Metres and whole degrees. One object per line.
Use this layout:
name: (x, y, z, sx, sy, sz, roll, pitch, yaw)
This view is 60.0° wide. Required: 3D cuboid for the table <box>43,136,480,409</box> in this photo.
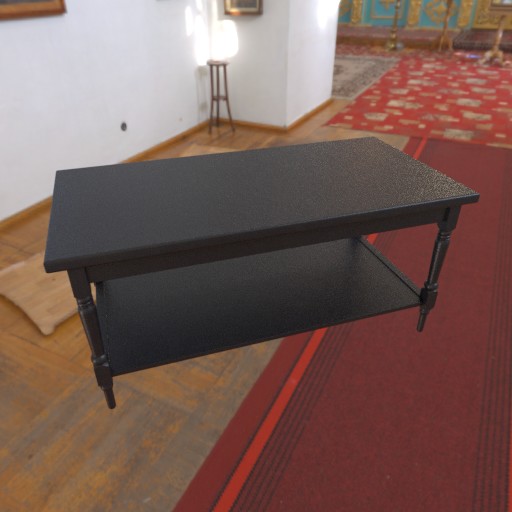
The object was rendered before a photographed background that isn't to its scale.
table: (0.000, 0.000, 1.415, 1.107, 0.510, 0.550, -10, 33, -15)
